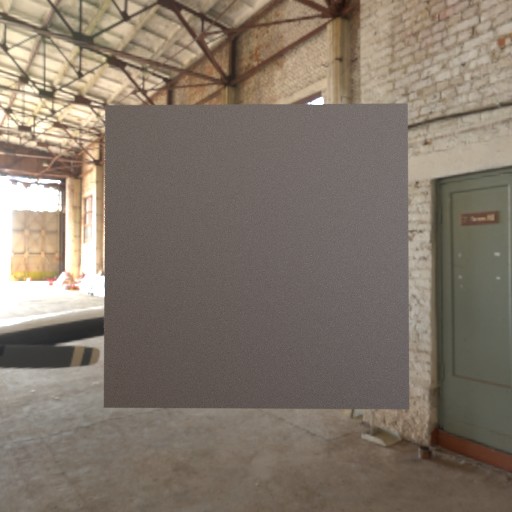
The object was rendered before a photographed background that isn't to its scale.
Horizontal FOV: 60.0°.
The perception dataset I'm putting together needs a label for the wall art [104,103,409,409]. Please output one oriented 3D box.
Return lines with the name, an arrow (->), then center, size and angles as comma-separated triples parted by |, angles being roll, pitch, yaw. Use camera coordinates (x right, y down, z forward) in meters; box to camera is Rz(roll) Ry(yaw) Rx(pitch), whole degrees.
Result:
wall art -> 0.000, 0.000, 0.528 | 0.350, 0.350, 0.038 | 0, -1, 1
